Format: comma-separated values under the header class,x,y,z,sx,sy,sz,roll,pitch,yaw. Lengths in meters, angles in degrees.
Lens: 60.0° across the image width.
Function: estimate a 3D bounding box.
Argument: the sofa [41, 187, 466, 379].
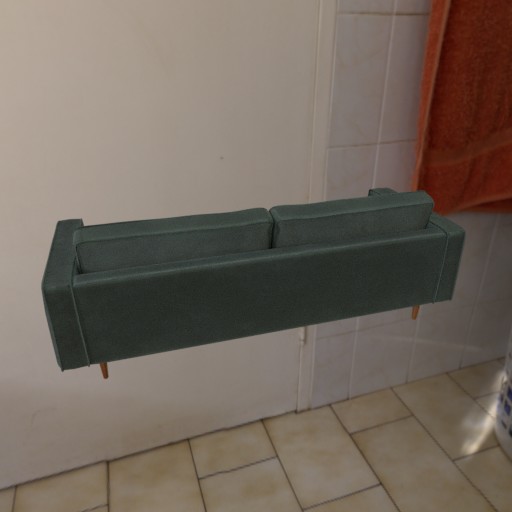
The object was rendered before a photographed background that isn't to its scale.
class,x,y,z,sx,sy,sz,roll,pitch,yaw
sofa,0.000,0.000,2.616,2.214,0.781,0.886,-8,28,-15
